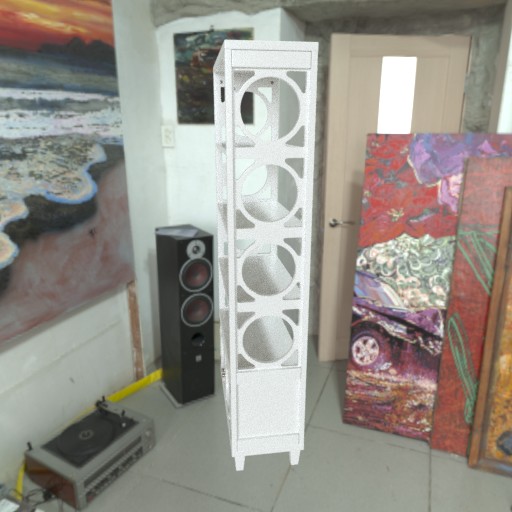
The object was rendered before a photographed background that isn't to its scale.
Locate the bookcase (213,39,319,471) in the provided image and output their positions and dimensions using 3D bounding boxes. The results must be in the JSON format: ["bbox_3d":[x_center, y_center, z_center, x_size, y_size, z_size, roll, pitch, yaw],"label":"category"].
[{"bbox_3d":[0.000,0.000,2.161,0.361,1.869,0.761,-2,17,-8],"label":"bookcase"}]
